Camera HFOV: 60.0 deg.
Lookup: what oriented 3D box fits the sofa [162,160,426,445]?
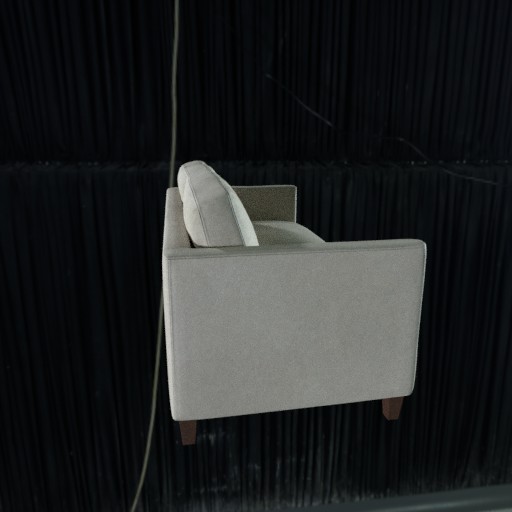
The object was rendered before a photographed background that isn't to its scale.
[{"bbox_3d":[0.000,0.000,2.398,0.950,0.940,1.846,-3,16,-10],"label":"sofa"}]
